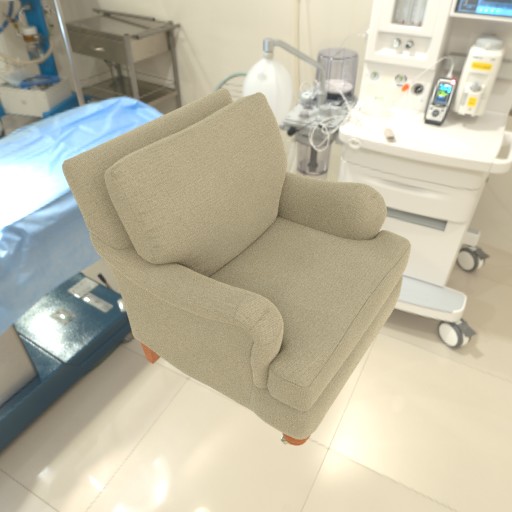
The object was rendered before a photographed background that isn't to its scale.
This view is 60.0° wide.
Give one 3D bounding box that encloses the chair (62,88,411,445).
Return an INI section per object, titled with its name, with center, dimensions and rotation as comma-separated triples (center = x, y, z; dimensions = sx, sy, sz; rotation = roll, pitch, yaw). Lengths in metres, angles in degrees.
[chair]
center = 0.000, 0.000, 1.863
dimensions = 1.070, 1.038, 0.955
rotation = 25, 46, 26
